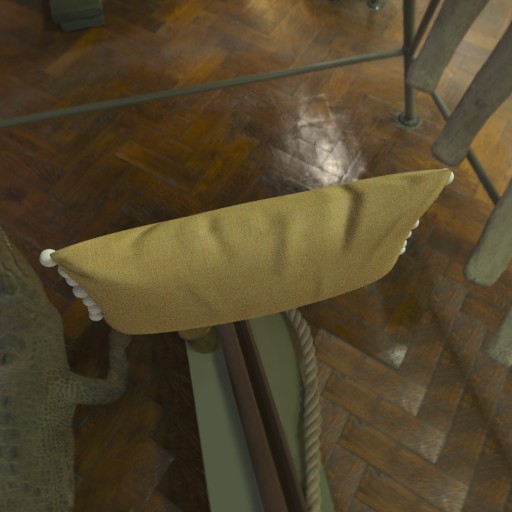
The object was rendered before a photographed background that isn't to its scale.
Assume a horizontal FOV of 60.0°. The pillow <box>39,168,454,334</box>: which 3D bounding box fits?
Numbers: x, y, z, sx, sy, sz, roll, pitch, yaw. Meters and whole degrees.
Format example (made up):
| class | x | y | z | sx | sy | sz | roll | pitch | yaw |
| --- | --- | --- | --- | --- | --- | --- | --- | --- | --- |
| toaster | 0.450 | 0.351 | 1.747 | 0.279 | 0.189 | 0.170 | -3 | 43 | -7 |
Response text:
| class | x | y | z | sx | sy | sz | roll | pitch | yaw |
| --- | --- | --- | --- | --- | --- | --- | --- | --- | --- |
| pillow | 0.000 | 0.000 | 0.834 | 0.709 | 0.322 | 0.201 | -12 | 64 | -6 |
